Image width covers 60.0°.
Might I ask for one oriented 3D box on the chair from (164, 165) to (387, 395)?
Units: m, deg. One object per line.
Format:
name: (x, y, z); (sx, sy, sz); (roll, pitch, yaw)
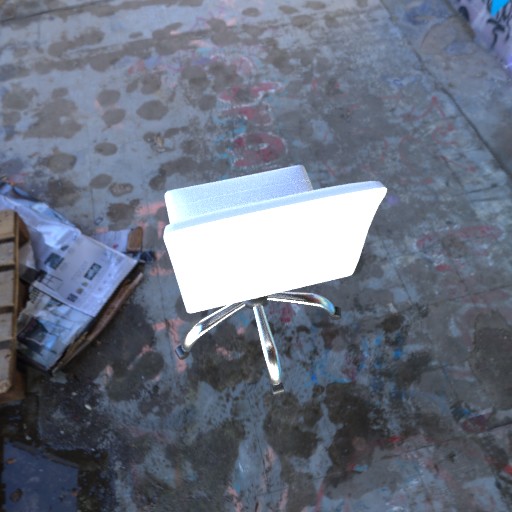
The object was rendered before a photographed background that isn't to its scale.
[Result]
chair: (0.000, 0.000, 1.142); (0.556, 0.780, 0.530); (-13, 59, -8)
